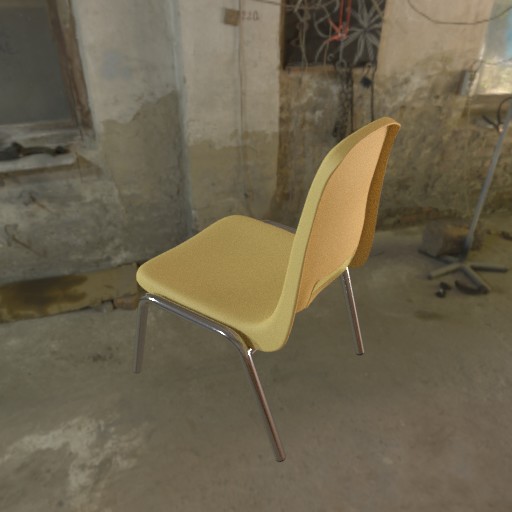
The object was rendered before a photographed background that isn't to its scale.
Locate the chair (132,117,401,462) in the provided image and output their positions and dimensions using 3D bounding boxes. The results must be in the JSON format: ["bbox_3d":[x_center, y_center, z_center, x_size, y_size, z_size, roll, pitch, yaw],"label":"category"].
[{"bbox_3d":[0.000,0.000,0.802,0.385,0.536,0.354,22,38,30],"label":"chair"}]
